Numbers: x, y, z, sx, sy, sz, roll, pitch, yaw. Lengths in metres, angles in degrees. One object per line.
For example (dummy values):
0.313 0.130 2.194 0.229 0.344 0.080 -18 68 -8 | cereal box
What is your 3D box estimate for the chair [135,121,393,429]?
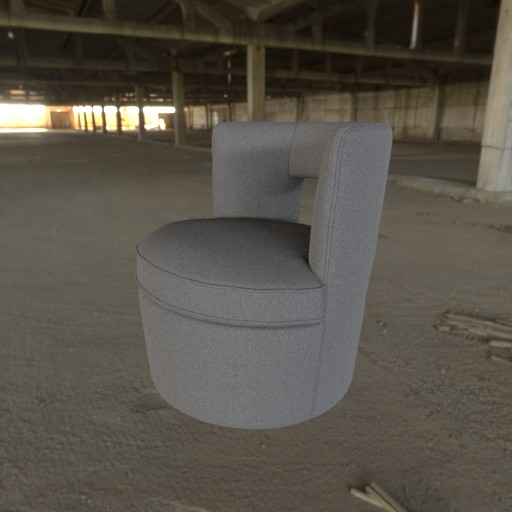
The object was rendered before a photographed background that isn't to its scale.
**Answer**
0.000 0.000 1.241 0.660 0.719 0.689 -8 19 -25 | chair
